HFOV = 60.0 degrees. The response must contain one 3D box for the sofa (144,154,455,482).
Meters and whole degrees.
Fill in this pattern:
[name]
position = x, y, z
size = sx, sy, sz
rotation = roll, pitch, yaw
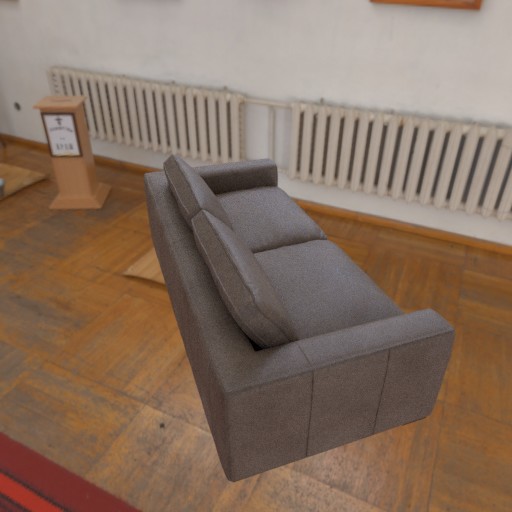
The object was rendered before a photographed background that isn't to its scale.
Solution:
[sofa]
position = 0.000, 0.000, 2.719
size = 1.070, 0.801, 2.262
rotation = -11, 34, -16
